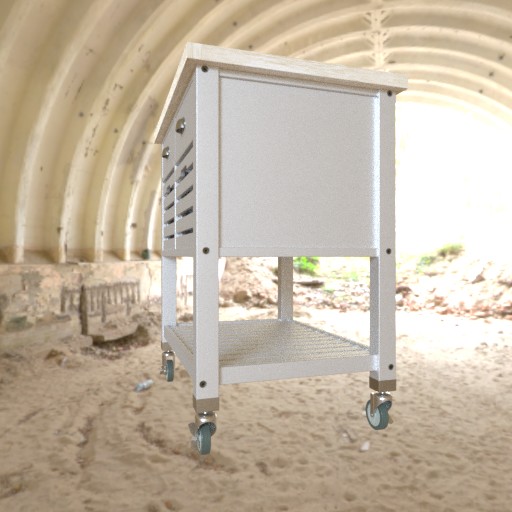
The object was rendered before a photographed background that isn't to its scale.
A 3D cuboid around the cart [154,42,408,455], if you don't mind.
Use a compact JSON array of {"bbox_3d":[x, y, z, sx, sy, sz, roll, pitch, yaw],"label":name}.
[{"bbox_3d":[0.000,0.000,1.393,0.559,0.914,0.762,0,0,-18],"label":"cart"}]
